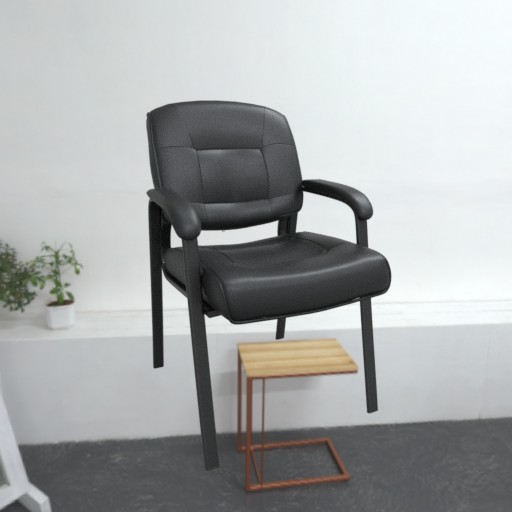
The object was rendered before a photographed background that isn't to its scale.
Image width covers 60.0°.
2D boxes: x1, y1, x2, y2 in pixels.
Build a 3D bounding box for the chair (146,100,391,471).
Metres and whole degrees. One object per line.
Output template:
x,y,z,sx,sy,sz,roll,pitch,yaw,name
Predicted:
0.000,0.000,1.328,0.591,0.910,0.668,-8,18,-26,chair
